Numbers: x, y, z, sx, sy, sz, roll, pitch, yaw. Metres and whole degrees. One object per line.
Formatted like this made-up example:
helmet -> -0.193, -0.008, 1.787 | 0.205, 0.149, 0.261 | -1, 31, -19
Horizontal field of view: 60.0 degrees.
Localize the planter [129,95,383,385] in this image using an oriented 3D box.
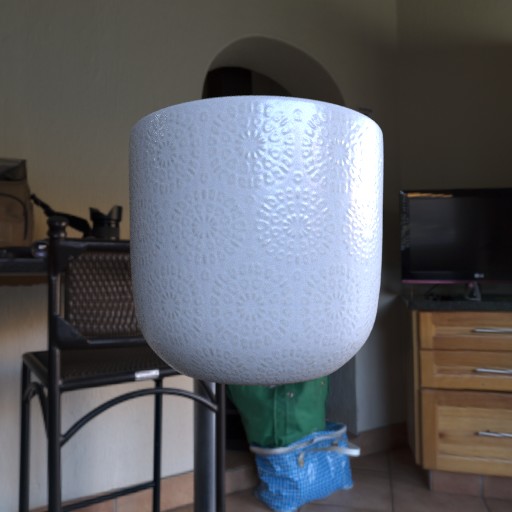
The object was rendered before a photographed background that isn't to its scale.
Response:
planter -> 0.000, 0.000, 0.373 | 0.208, 0.190, 0.208 | 0, -3, 0
